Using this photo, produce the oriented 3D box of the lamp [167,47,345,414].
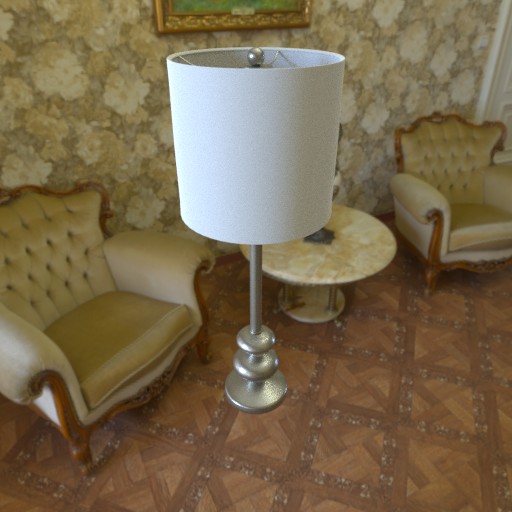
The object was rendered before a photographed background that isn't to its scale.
[{"bbox_3d":[0.000,0.000,0.805,0.254,0.690,0.254,9,32,15],"label":"lamp"}]
